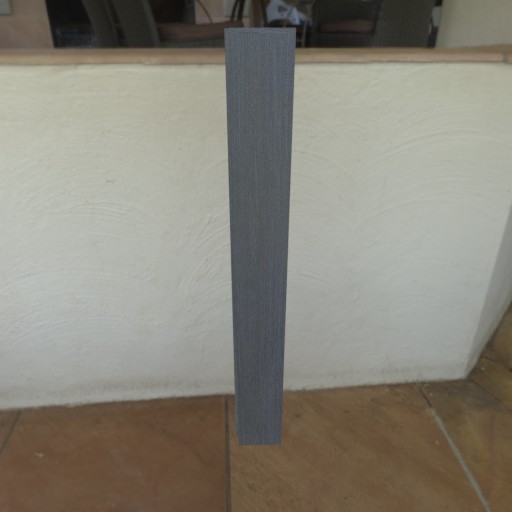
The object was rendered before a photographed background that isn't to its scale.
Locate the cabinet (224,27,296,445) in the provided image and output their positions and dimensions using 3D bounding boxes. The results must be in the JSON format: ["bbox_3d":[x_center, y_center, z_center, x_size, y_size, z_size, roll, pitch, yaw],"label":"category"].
[{"bbox_3d":[0.000,0.000,1.960,0.230,1.790,0.500,-1,27,-1],"label":"cabinet"}]
